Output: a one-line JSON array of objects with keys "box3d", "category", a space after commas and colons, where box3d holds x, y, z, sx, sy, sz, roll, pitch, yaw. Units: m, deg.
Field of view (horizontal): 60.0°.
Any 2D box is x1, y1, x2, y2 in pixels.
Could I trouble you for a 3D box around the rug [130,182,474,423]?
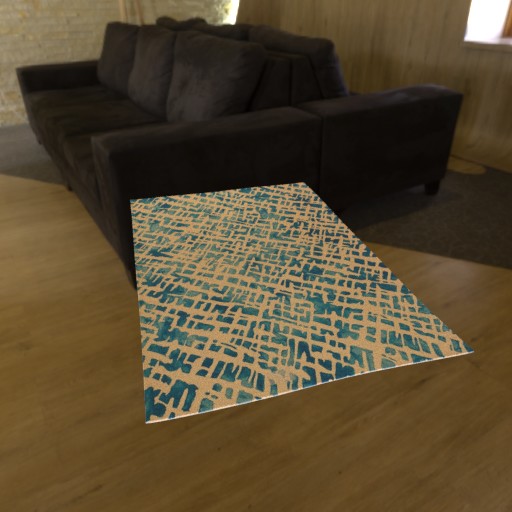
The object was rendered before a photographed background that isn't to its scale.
[{"box3d": [0.000, 0.000, 2.280, 1.209, 0.011, 1.830, -8, 31, -13], "category": "rug"}]
